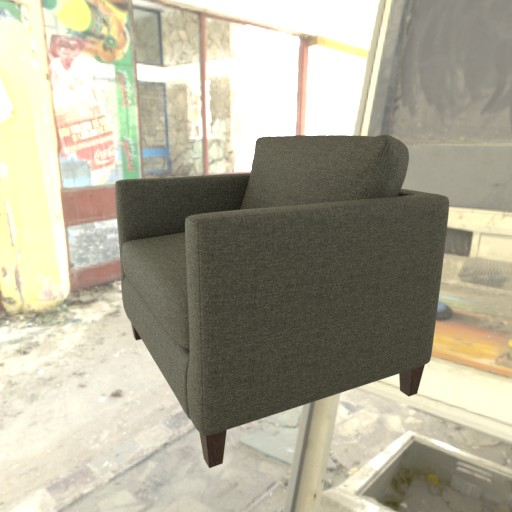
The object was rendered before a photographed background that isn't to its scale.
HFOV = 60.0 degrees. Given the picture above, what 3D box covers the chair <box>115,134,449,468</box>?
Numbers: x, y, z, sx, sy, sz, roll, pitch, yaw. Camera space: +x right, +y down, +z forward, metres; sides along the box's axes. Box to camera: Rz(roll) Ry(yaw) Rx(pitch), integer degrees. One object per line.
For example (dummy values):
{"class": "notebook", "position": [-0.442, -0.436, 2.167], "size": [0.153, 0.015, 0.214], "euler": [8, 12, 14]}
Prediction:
{"class": "chair", "position": [0.000, 0.000, 1.817], "size": [0.959, 0.963, 1.107], "euler": [-8, 18, -26]}
